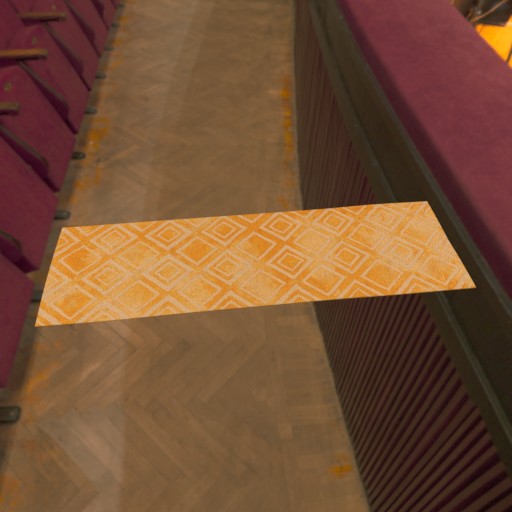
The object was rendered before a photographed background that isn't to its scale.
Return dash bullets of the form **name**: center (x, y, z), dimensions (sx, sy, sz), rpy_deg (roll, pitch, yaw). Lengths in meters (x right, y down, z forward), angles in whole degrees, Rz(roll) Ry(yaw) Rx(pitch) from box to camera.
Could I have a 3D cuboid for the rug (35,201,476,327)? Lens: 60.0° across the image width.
- **rug**: center (0.000, 0.000, 2.683), dimensions (2.438, 0.010, 0.775), rpy_deg (-5, 47, -4)
